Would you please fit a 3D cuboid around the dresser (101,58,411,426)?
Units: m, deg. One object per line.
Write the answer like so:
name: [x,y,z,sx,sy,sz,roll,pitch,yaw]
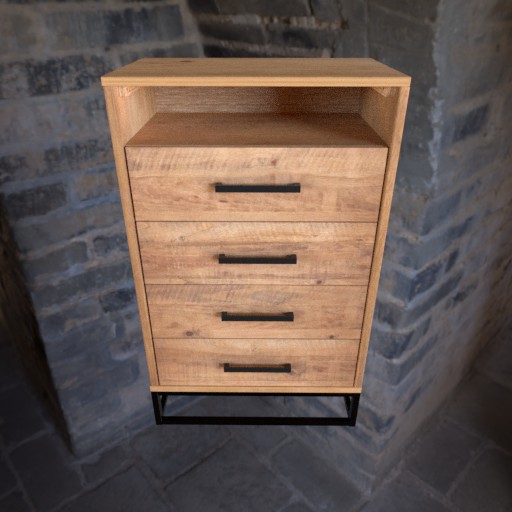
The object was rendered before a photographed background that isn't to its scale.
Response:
dresser: [0.000,0.000,1.567,0.761,1.240,0.479,0,29,0]
